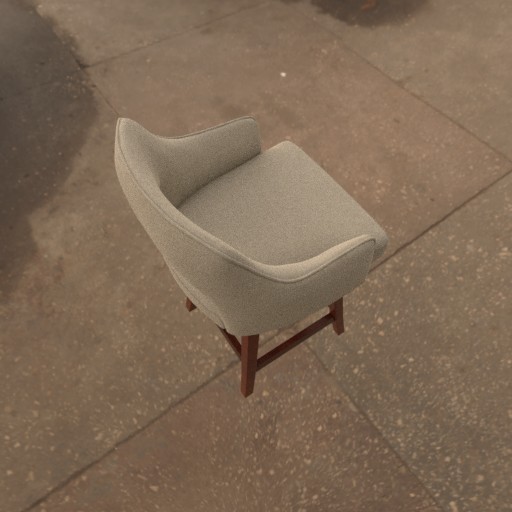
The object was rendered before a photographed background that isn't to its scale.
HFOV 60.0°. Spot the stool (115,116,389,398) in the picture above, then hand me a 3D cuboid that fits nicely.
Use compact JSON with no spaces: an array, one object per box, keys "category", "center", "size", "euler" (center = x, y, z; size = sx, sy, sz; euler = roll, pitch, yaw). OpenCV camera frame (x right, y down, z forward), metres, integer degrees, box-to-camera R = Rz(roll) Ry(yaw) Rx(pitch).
[{"category":"stool","center":[0.000,0.000,1.287],"size":[0.560,0.936,0.550],"euler":[-29,61,-18]}]
